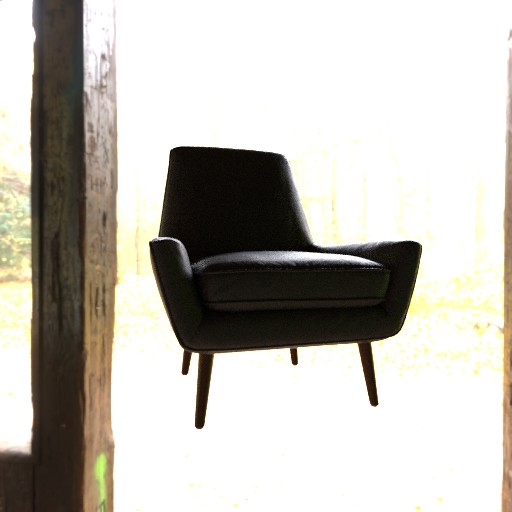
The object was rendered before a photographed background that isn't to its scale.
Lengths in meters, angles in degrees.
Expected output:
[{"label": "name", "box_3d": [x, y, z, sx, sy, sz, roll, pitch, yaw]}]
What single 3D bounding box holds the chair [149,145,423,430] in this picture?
[{"label": "chair", "box_3d": [0.000, 0.000, 1.543, 0.787, 0.888, 0.822, 0, 1, -18]}]
